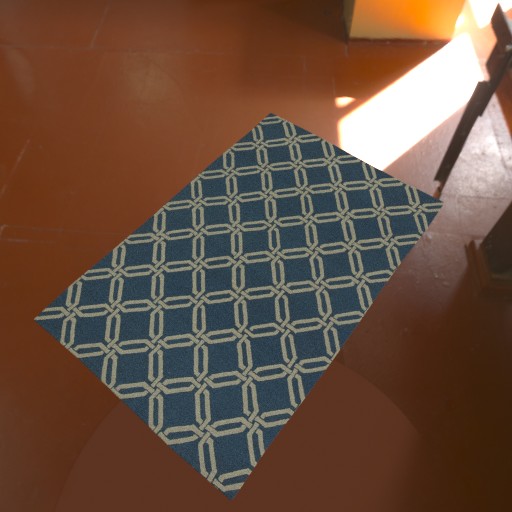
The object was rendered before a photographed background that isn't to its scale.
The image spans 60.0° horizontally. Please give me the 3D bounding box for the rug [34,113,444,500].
[{"bbox_3d":[0.000,0.000,2.141,1.153,0.010,1.755,33,63,19],"label":"rug"}]
